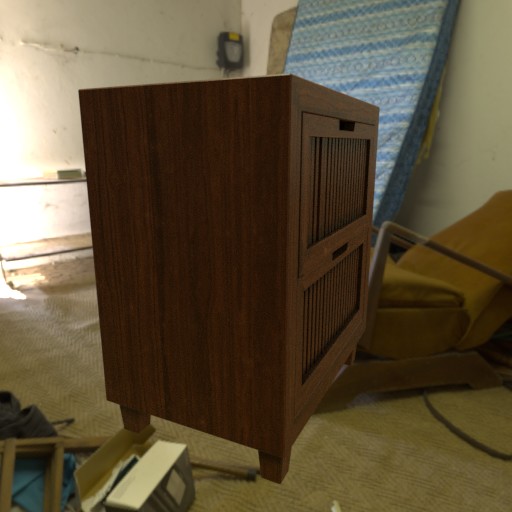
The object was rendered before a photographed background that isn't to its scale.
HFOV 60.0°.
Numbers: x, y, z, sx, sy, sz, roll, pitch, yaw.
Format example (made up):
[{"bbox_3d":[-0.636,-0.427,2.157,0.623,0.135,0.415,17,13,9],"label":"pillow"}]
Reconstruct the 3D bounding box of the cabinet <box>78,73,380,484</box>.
[{"bbox_3d":[0.000,0.000,1.040,0.410,0.695,0.607,7,16,25],"label":"cabinet"}]
